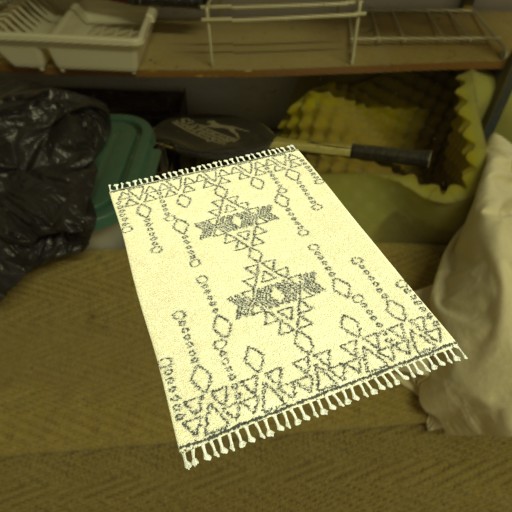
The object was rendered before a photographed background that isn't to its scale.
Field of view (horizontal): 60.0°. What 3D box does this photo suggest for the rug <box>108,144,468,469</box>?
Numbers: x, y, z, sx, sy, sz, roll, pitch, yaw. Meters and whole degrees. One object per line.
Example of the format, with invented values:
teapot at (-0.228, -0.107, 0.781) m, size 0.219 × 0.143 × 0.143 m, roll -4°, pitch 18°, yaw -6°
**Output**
rug at (0.000, 0.000, 3.909) m, size 2.125 × 0.028 × 3.027 m, roll -16°, pitch 49°, yaw -15°
